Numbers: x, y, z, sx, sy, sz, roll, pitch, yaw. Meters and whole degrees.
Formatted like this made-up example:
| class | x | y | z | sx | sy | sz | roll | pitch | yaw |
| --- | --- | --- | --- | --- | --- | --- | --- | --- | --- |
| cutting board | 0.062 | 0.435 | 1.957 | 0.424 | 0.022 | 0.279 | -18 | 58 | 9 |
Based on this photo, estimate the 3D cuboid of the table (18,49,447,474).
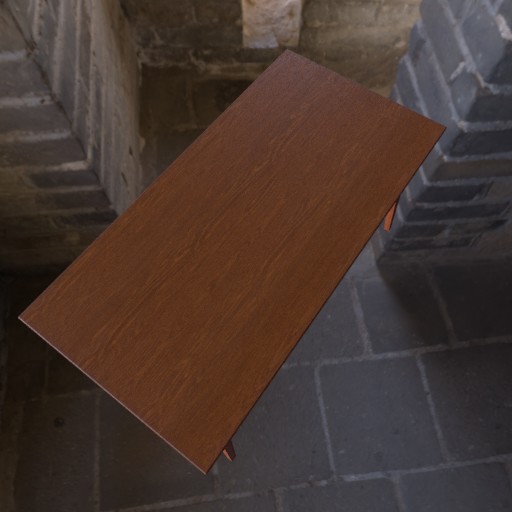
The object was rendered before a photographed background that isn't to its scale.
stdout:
| class | x | y | z | sx | sy | sz | roll | pitch | yaw |
| --- | --- | --- | --- | --- | --- | --- | --- | --- | --- |
| table | 0.000 | 0.000 | 2.007 | 0.811 | 0.755 | 1.609 | 33 | 68 | 15 |
